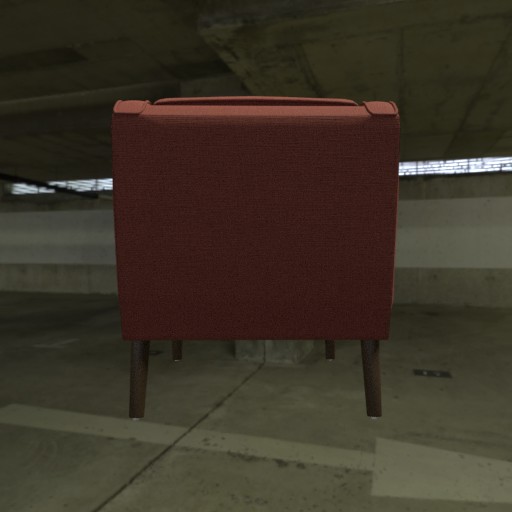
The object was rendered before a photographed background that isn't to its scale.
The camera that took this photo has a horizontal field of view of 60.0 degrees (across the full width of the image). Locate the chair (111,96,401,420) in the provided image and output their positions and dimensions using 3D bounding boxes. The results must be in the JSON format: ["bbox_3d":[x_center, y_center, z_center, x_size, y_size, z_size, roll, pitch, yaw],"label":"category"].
[{"bbox_3d":[0.000,0.000,1.393,0.680,0.812,0.770,0,0,-1],"label":"chair"}]
